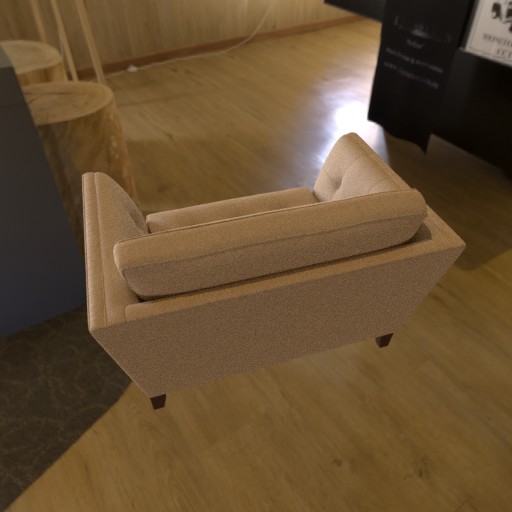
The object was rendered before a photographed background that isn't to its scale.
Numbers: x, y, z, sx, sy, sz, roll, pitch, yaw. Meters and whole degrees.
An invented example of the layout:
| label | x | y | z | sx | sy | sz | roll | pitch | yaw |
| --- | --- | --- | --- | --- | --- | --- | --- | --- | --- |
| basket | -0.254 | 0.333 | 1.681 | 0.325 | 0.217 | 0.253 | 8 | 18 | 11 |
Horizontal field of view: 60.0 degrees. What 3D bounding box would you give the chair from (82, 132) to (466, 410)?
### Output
| label | x | y | z | sx | sy | sz | roll | pitch | yaw |
| --- | --- | --- | --- | --- | --- | --- | --- | --- | --- |
| chair | 0.000 | 0.000 | 2.072 | 1.397 | 0.940 | 0.965 | -12 | 44 | -13 |
